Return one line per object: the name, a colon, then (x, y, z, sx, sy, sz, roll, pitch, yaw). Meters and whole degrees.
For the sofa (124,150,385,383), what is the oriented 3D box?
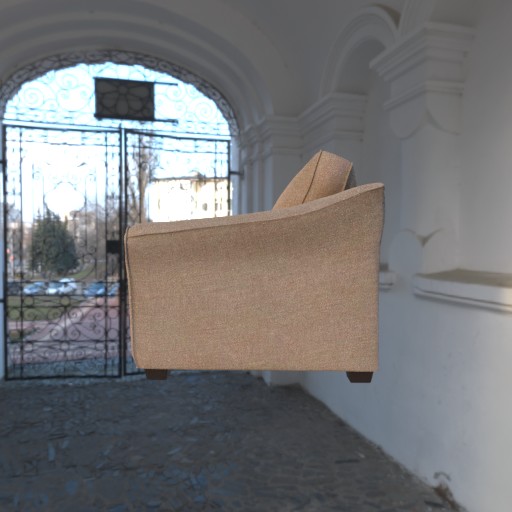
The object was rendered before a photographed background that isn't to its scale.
sofa: (0.000, 0.000, 2.711, 0.986, 0.906, 2.270, 0, 2, 1)
